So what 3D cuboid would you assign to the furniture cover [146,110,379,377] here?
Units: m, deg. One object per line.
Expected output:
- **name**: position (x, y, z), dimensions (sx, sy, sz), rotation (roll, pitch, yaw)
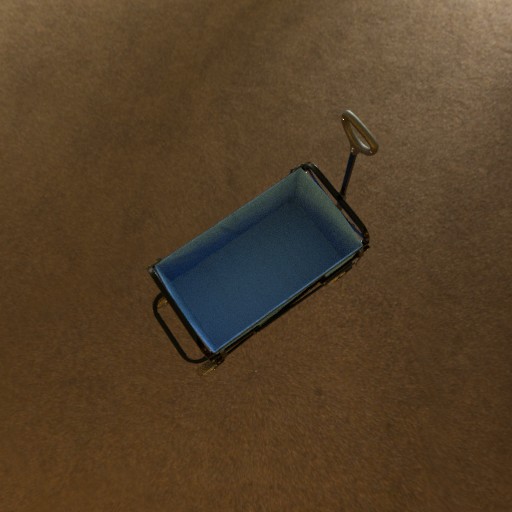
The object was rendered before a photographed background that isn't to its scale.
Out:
- **furniture cover**: position (0.000, 0.000, 1.836), dimensions (1.038, 1.295, 0.532), rotation (-35, 78, -8)
